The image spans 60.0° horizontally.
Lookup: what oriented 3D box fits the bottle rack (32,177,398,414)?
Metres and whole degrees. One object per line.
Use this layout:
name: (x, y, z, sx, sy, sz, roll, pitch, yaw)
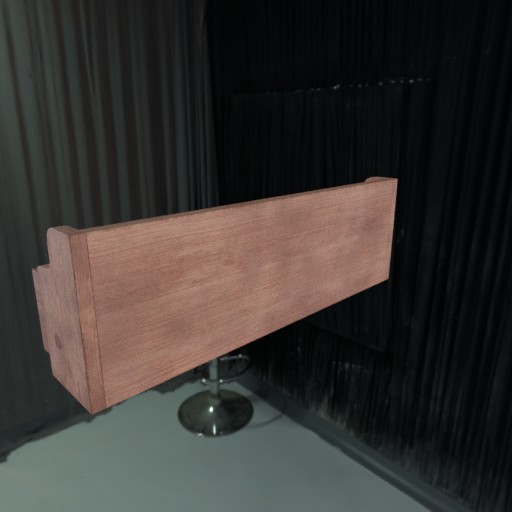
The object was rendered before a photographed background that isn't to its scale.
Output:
bottle rack: (0.000, 0.000, 0.687, 0.608, 0.196, 0.126, -16, 23, -42)
